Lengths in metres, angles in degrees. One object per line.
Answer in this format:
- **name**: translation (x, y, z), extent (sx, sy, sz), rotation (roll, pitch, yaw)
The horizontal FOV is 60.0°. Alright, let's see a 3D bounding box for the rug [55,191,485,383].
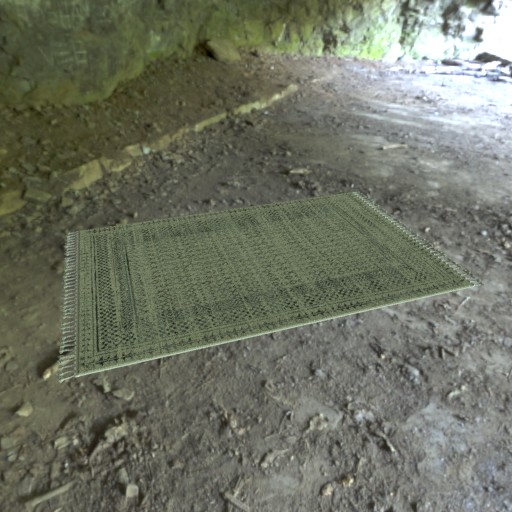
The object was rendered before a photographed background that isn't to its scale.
- **rug**: translation (0.000, 0.000, 3.010), extent (2.486, 0.013, 1.548), rotation (-10, 33, -16)
